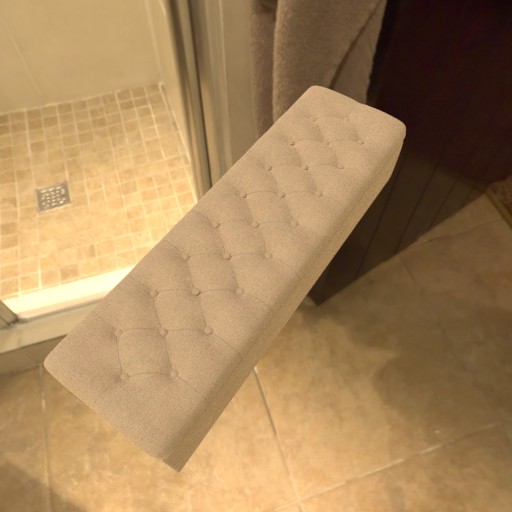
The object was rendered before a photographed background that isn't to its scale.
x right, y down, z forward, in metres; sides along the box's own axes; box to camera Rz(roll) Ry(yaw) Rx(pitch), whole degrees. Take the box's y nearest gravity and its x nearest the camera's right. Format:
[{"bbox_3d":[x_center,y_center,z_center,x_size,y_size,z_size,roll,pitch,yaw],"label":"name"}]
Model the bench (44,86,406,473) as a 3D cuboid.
[{"bbox_3d":[0.000,0.000,1.656,0.455,0.467,1.480,31,63,18],"label":"bench"}]
